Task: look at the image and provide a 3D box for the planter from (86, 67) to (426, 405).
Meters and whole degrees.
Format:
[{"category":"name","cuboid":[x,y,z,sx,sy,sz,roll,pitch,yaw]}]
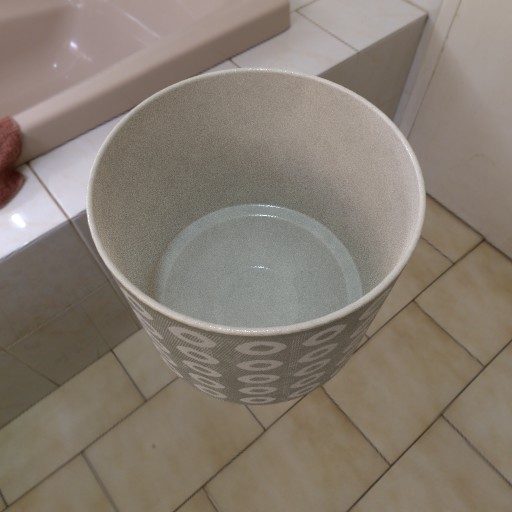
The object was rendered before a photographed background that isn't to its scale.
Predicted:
[{"category":"planter","cuboid":[0.000,0.000,0.329,0.190,0.181,0.190,0,60,0]}]
